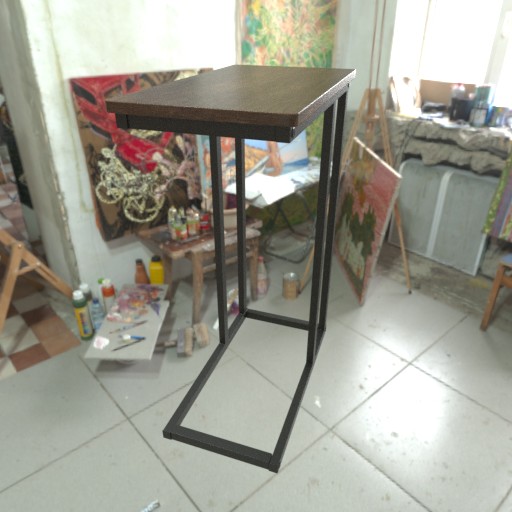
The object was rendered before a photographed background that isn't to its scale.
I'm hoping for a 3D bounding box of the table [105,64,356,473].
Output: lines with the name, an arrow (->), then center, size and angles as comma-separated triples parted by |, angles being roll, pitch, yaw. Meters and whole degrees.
table -> 0.000, 0.000, 0.862 | 0.254, 0.637, 0.450 | 10, 30, 17
